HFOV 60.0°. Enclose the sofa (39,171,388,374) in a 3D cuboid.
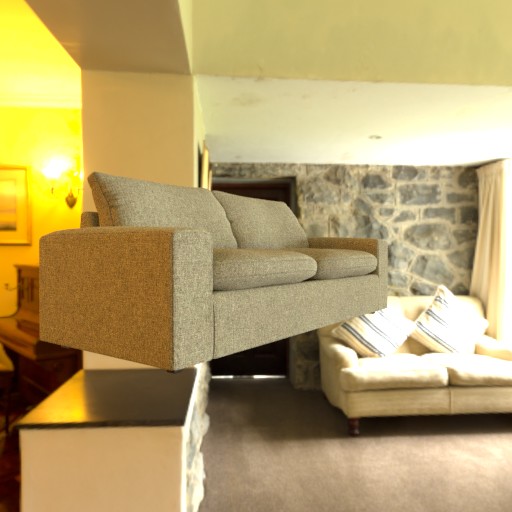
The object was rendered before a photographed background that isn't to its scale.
[{"bbox_3d":[0.000,0.000,2.856,1.040,0.922,2.299,1,1,36],"label":"sofa"}]
